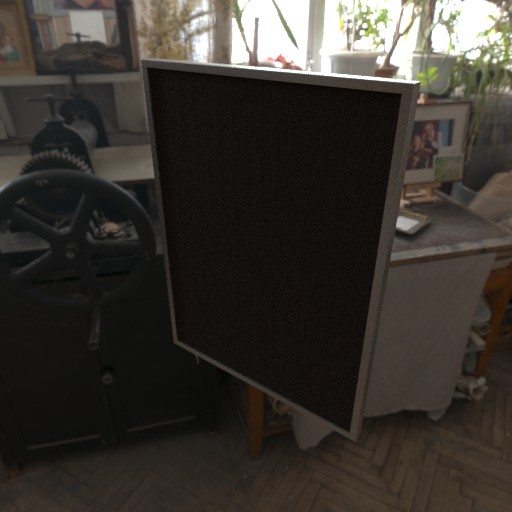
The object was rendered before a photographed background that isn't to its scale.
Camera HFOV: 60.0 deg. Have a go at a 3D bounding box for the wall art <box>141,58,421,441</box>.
[{"bbox_3d":[0.000,0.000,1.351,0.801,1.062,0.037,20,35,31],"label":"wall art"}]
